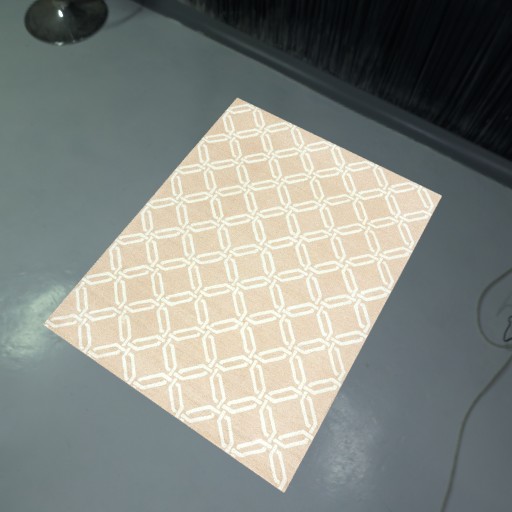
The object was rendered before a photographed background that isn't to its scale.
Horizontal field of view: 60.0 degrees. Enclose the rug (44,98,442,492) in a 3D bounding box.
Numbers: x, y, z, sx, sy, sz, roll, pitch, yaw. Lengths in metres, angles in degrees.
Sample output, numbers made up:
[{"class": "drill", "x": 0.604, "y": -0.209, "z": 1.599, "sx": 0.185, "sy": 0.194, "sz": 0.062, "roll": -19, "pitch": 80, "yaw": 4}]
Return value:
[{"class": "rug", "x": 0.000, "y": 0.000, "z": 3.881, "sx": 2.288, "sy": 0.018, "sz": 2.895, "roll": 30, "pitch": 68, "yaw": 13}]
